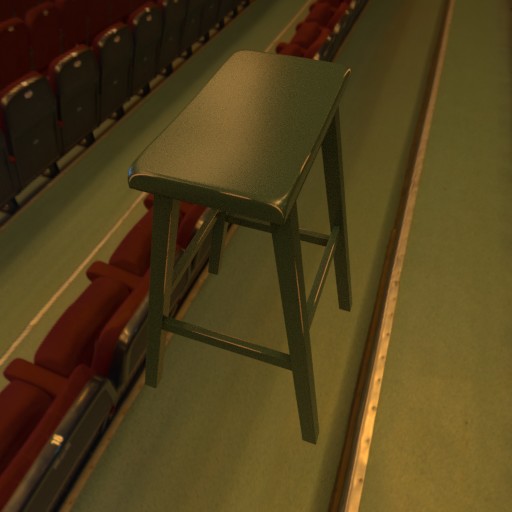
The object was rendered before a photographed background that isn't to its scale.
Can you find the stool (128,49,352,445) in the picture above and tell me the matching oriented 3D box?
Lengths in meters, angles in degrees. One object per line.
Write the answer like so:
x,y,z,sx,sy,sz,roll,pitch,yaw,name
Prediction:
0.000,0.000,1.021,0.476,0.737,0.457,15,49,13,stool
